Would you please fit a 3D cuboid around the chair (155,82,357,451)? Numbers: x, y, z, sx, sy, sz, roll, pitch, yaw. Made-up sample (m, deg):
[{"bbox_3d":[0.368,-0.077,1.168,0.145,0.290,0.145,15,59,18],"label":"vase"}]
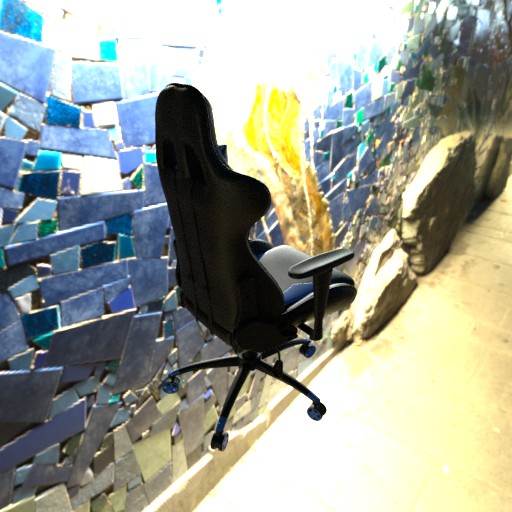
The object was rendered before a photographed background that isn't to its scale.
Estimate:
[{"bbox_3d":[0.000,0.000,1.720,0.730,1.282,0.695,-19,32,-33],"label":"chair"}]
